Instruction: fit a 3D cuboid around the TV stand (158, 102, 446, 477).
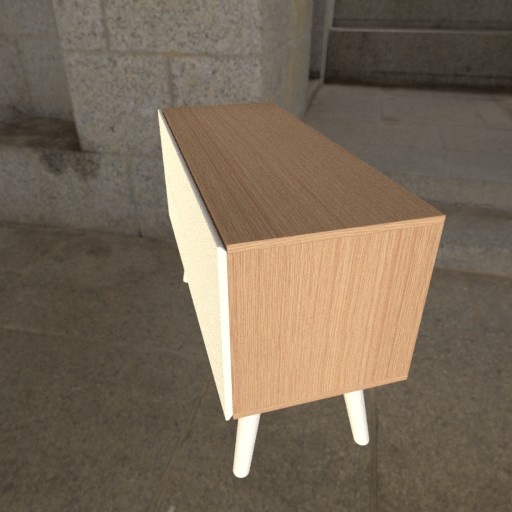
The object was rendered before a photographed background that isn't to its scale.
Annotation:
[{"bbox_3d":[0.000,0.000,1.302,0.407,0.660,0.991,-8,31,-14],"label":"TV stand"}]
